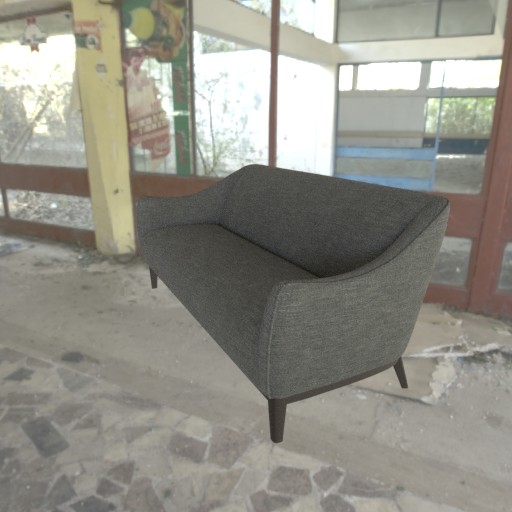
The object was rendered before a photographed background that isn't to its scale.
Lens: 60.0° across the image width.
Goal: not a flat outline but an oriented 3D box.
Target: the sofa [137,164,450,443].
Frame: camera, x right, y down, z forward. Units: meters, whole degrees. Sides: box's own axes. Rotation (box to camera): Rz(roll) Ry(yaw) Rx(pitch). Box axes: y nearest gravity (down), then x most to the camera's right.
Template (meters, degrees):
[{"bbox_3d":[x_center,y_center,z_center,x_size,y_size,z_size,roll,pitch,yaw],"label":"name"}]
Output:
[{"bbox_3d":[0.000,0.000,2.374,0.867,0.829,1.928,-8,18,-26],"label":"sofa"}]
